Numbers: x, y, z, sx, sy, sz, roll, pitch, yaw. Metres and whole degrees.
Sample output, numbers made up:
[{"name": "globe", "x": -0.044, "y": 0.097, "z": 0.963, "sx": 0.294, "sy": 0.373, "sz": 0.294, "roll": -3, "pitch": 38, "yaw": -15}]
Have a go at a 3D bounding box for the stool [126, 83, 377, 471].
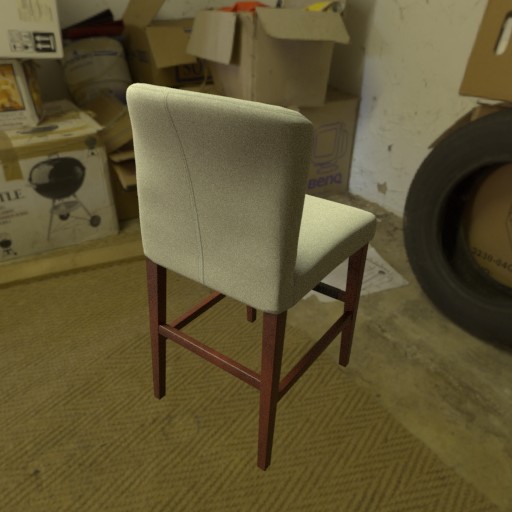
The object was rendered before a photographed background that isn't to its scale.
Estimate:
[{"name": "stool", "x": 0.000, "y": 0.000, "z": 1.252, "sx": 0.479, "sy": 0.968, "sz": 0.568, "roll": 21, "pitch": 36, "yaw": 31}]
